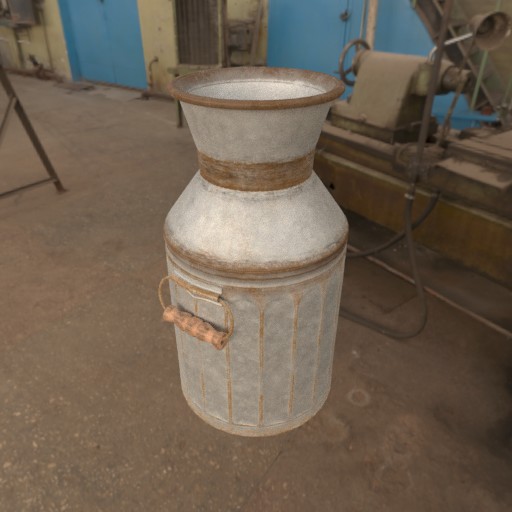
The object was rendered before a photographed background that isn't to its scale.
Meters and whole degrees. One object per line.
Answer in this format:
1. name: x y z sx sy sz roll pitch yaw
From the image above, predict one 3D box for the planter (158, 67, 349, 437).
1. planter: 0.000 0.000 0.531 0.214 0.396 0.245 22 38 31
